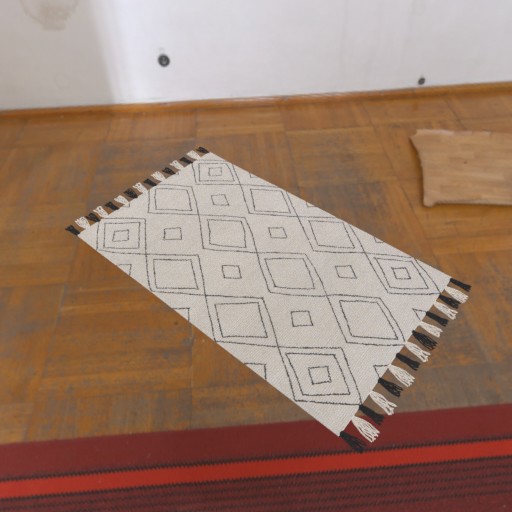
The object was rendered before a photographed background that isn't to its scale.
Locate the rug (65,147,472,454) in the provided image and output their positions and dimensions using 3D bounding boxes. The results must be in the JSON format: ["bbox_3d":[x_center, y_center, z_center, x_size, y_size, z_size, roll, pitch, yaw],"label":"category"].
[{"bbox_3d":[0.000,0.000,3.333,2.755,0.021,1.524,32,55,26],"label":"rug"}]
